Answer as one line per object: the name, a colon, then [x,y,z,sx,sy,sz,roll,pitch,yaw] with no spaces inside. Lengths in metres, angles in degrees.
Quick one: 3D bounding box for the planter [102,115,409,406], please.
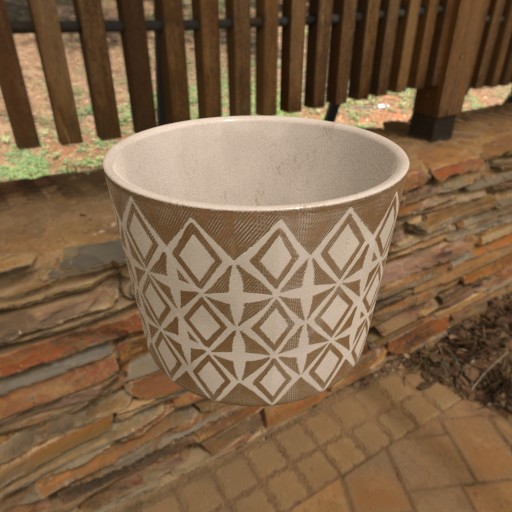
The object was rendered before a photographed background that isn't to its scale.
planter: [0.000,0.000,0.447,0.260,0.220,0.260,0,30,0]
